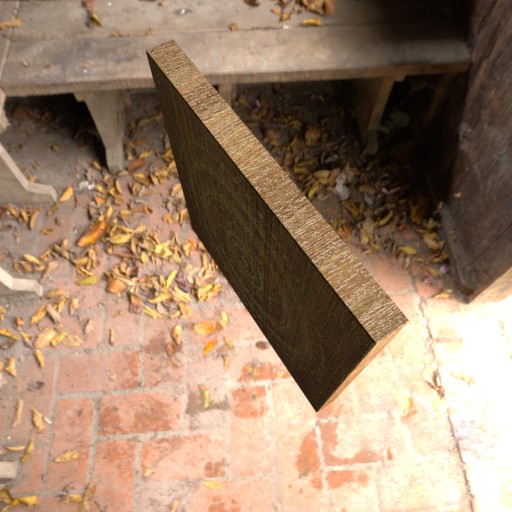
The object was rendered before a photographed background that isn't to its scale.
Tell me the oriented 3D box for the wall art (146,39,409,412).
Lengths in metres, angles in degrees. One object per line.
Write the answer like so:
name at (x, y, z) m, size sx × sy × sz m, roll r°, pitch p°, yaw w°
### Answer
wall art at (0.000, 0.000, 0.610) m, size 0.039 × 0.403 × 0.406 m, roll -30°, pitch 67°, yaw -14°
